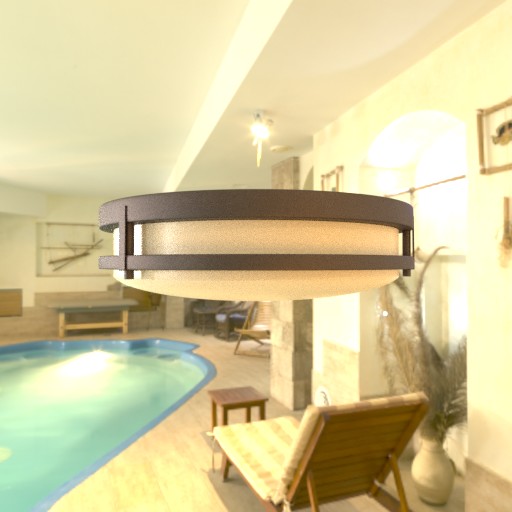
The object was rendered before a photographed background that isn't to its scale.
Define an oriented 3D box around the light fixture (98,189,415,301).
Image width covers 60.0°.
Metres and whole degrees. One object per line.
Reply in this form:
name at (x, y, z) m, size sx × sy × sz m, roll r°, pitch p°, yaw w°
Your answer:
light fixture at (0.000, 0.000, 0.530) m, size 0.356 × 0.102 × 0.356 m, roll 0°, pitch -1°, yaw 0°
